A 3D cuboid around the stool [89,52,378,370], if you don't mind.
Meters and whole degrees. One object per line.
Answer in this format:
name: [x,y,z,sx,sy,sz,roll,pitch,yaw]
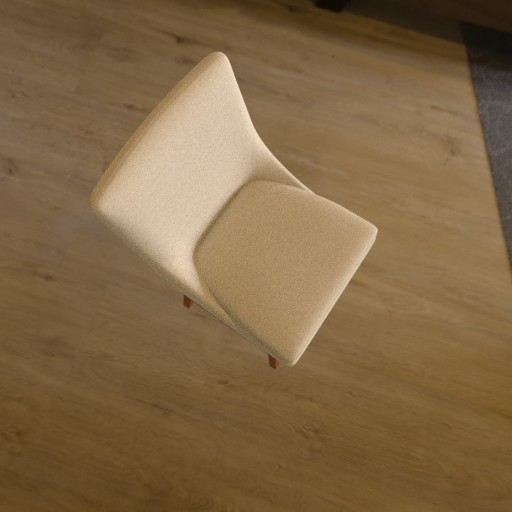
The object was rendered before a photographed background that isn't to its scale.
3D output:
stool: [0.000,0.000,1.399,0.559,1.092,0.470,34,77,9]
